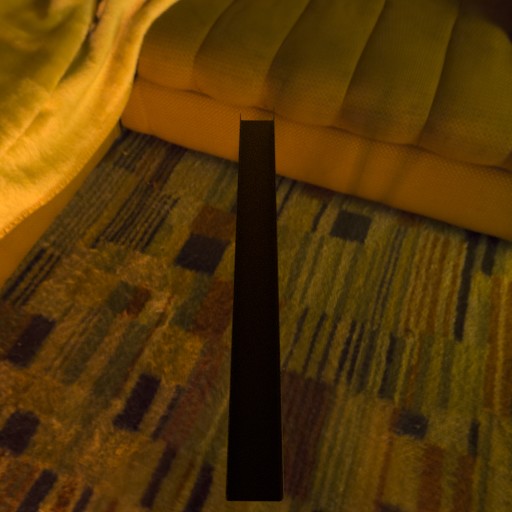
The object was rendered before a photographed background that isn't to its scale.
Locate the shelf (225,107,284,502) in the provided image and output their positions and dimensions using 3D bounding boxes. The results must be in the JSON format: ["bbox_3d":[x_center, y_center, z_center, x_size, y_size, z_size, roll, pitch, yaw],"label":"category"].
[{"bbox_3d":[0.000,0.000,0.955,0.092,0.049,0.924,0,57,0],"label":"shelf"}]
